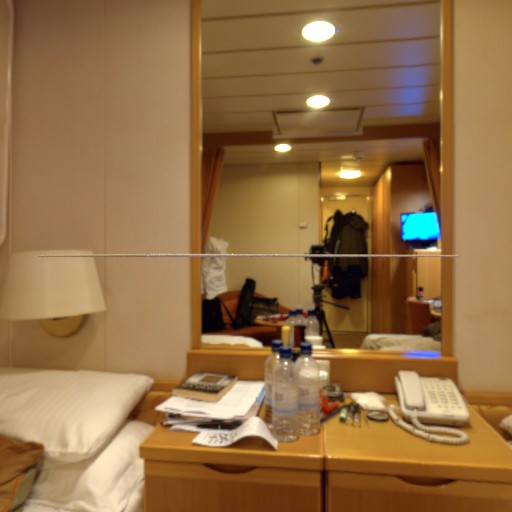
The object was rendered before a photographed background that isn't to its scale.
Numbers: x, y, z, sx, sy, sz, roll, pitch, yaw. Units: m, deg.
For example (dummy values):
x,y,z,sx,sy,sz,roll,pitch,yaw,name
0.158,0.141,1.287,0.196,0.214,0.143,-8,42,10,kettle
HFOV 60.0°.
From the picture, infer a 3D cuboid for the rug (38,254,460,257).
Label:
x,y,z,sx,sy,sz,roll,pitch,yaw,name
0.000,0.000,3.669,2.878,0.014,2.005,0,0,-39,rug
